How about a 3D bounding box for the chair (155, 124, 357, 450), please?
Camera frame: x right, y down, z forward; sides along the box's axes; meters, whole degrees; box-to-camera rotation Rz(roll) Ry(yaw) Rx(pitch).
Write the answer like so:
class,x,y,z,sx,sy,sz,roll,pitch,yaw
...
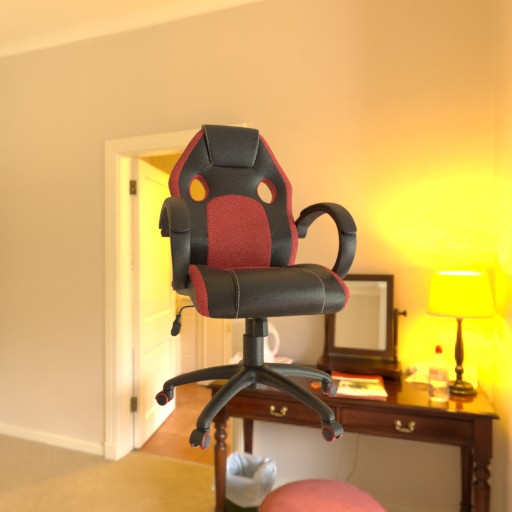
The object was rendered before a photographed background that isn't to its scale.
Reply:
class,x,y,z,sx,sy,sz,roll,pitch,yaw
chair,0.000,0.000,1.730,0.750,1.189,0.783,0,1,-18
